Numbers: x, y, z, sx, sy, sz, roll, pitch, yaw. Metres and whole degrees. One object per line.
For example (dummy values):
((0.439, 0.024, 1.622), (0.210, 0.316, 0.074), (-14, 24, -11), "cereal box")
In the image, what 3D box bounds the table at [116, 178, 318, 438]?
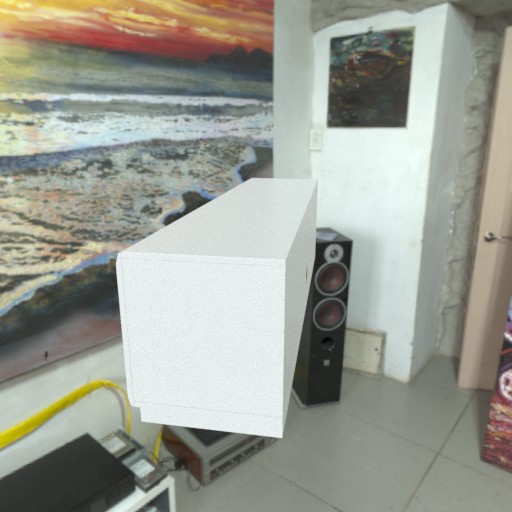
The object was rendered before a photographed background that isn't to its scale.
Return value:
((0.000, 0.000, 1.738), (0.400, 0.440, 1.550), (3, 16, 10), "table")
